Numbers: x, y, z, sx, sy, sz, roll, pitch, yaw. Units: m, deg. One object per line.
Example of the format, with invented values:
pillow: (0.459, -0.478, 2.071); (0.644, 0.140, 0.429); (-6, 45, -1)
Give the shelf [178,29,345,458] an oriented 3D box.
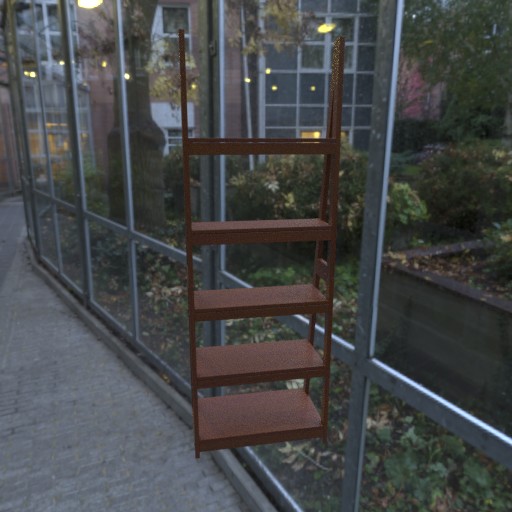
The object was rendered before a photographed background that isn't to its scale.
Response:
shelf: (0.000, 0.000, 2.015); (0.630, 1.780, 0.356); (-3, 15, -10)
